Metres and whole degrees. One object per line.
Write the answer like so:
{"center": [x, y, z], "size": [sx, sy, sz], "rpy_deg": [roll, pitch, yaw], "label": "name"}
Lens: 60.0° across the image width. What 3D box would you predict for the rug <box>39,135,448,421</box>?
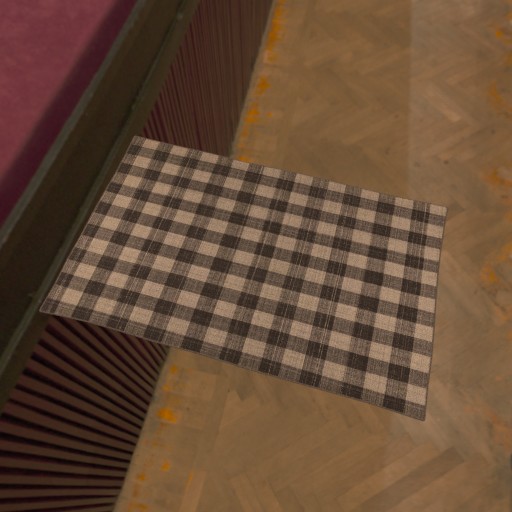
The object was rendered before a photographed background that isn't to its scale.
{"center": [0.000, 0.000, 3.051], "size": [2.476, 0.011, 1.554], "rpy_deg": [14, 63, 7], "label": "rug"}
